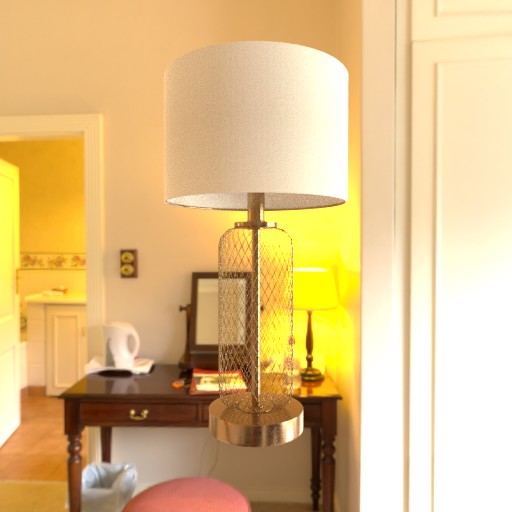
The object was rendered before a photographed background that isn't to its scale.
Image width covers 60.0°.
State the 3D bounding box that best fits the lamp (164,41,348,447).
[{"bbox_3d":[0.000,0.000,0.623,0.252,0.483,0.252,-1,1,-35],"label":"lamp"}]
